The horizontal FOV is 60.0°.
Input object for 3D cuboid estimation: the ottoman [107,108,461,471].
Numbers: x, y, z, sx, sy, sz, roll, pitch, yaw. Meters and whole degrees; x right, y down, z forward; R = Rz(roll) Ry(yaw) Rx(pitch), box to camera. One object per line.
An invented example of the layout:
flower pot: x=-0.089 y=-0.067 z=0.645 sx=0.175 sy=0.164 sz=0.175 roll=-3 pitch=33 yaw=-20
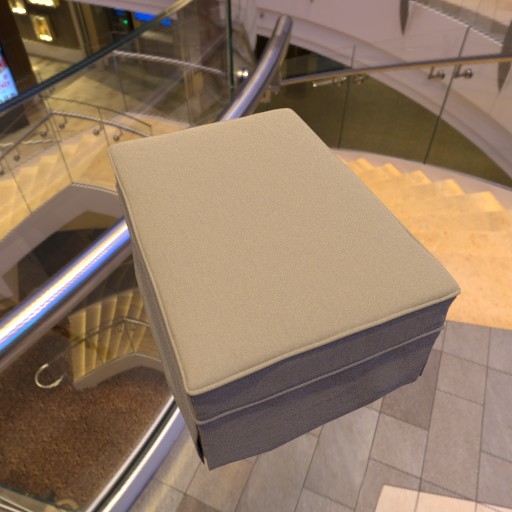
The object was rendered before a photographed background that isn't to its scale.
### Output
ottoman: x=0.000 y=0.000 z=1.321 sx=0.703 sy=0.479 sz=0.944 roll=-17 pitch=49 yaw=-15
